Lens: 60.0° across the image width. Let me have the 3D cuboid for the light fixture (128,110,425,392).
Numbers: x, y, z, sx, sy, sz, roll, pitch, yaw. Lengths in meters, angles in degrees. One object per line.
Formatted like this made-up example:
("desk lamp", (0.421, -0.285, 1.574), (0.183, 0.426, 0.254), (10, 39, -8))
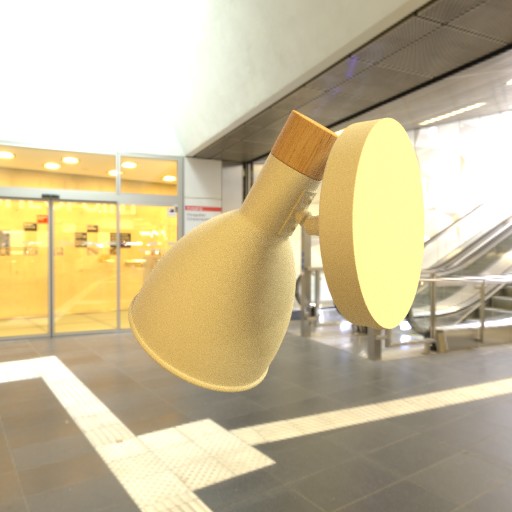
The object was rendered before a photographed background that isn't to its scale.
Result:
("light fixture", (0.000, 0.000, 0.328), (0.209, 0.199, 0.127), (0, 1, 36))
